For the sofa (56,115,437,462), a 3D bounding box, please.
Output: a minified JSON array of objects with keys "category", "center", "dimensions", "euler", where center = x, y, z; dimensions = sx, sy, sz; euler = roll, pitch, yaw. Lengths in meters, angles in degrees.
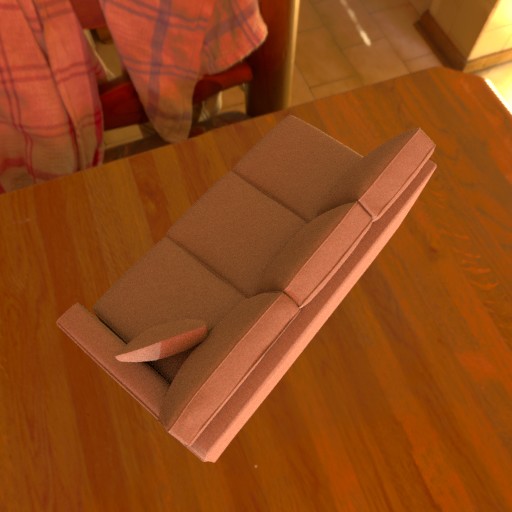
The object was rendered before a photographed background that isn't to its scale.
[{"category":"sofa","center":[0.000,0.000,2.535],"dimensions":[1.034,0.946,1.963],"euler":[37,70,16]}]
